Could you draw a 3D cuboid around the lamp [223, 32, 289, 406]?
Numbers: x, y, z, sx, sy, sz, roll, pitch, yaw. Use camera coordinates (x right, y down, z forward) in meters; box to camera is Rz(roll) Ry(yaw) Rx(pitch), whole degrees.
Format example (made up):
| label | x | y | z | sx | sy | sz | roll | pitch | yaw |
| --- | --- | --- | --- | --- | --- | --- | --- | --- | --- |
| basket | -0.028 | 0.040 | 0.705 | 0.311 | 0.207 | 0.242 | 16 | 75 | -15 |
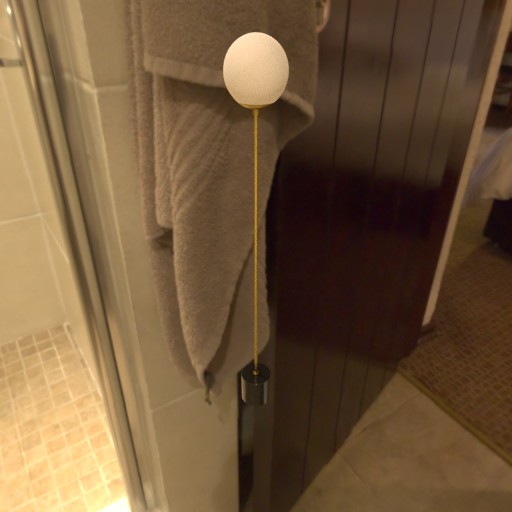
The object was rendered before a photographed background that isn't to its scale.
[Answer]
| label | x | y | z | sx | sy | sz | roll | pitch | yaw |
| --- | --- | --- | --- | --- | --- | --- | --- | --- | --- |
| lamp | 0.000 | 0.000 | 1.936 | 0.229 | 1.748 | 0.229 | 11 | 33 | 17 |
